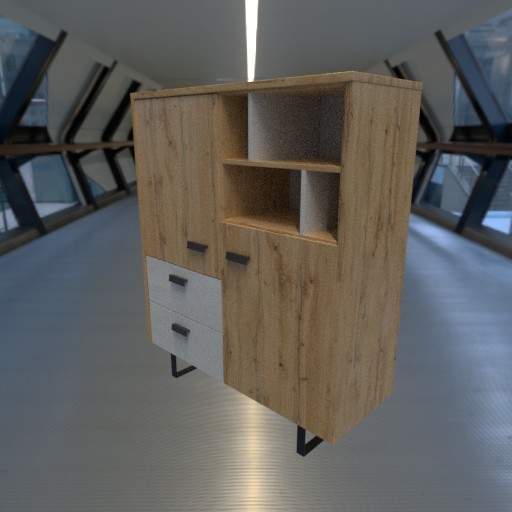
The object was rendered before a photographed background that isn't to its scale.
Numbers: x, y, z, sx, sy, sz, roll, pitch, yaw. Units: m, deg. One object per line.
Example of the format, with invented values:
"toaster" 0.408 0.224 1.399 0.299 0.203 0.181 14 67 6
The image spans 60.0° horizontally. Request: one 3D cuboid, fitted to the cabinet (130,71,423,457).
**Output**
"cabinet" 0.000 0.000 1.971 1.168 1.397 0.473 15 22 42
